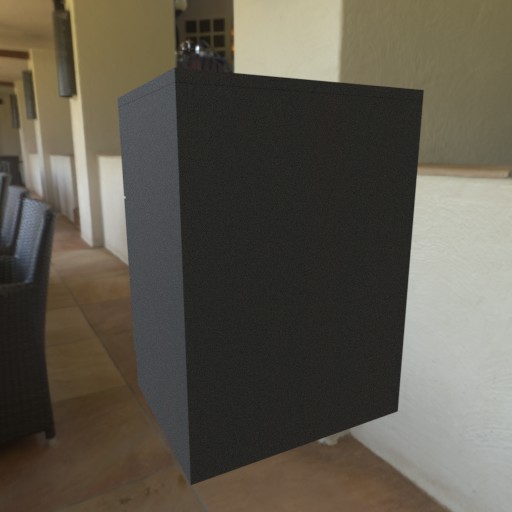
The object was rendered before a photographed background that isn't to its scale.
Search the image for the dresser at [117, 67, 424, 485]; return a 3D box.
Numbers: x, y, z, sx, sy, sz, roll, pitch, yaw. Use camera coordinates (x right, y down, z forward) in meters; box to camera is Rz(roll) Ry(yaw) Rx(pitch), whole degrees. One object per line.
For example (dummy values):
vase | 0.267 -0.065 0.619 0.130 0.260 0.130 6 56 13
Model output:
dresser | 0.000 0.000 0.816 0.400 0.560 0.360 -7 15 -27
